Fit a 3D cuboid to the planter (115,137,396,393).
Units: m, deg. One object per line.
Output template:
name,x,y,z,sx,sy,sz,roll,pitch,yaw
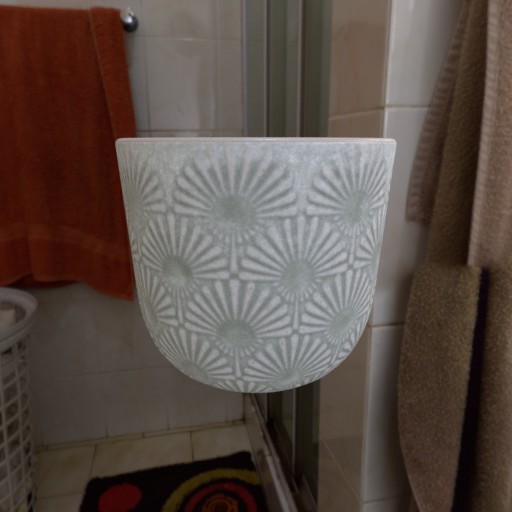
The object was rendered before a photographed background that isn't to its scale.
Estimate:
planter,0.000,0.000,0.298,0.170,0.152,0.170,0,14,0
